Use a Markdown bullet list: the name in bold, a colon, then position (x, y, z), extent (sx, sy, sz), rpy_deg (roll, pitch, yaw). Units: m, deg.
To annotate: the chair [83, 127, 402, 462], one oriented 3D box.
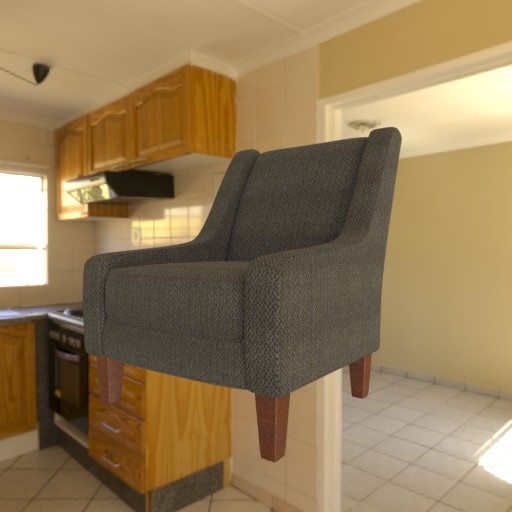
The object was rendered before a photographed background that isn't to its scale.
- **chair**: position (0.000, 0.000, 1.634), extent (0.793, 1.012, 0.944), rpy_deg (1, 1, 35)
